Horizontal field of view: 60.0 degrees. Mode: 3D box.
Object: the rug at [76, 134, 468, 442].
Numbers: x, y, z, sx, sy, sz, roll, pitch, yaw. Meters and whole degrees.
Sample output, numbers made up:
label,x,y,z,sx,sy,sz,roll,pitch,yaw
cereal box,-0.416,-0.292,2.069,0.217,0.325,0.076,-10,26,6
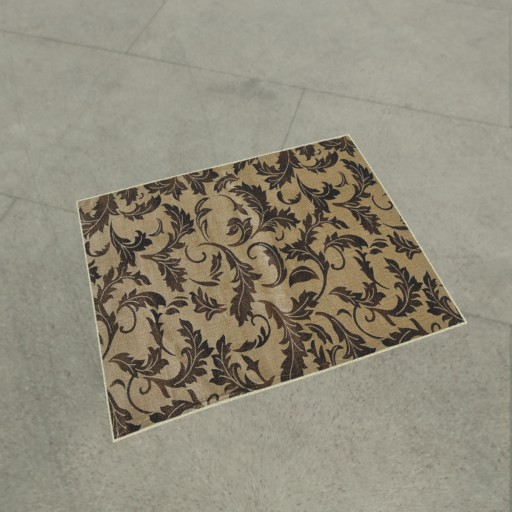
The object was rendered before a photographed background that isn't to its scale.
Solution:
label,x,y,z,sx,sy,sz,roll,pitch,yaw
rug,0.000,0.000,4.055,2.977,0.008,2.380,-16,59,-10
